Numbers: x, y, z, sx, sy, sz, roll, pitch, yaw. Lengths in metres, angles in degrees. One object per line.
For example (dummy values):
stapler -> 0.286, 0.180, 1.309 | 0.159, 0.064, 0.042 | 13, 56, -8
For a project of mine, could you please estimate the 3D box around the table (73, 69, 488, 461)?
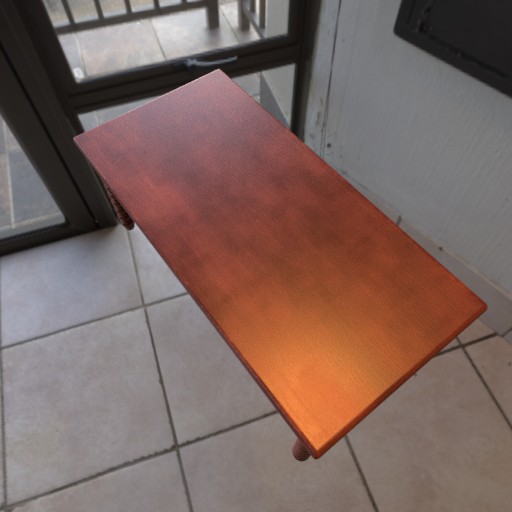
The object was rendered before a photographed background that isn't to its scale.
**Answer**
table -> 0.000, 0.000, 1.457 | 0.580, 0.485, 1.171 | -33, 64, -18
